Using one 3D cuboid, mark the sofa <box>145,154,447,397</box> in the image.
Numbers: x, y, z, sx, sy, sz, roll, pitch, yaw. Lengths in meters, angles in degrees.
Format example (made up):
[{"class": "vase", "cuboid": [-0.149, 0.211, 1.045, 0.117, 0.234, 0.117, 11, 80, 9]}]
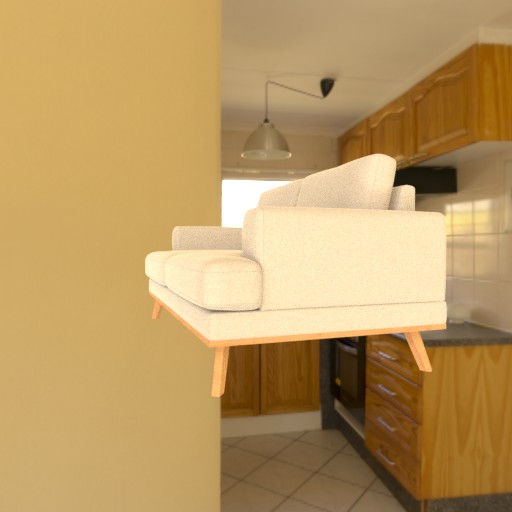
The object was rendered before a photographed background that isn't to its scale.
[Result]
[{"class": "sofa", "cuboid": [0.000, 0.000, 2.186, 0.915, 0.810, 1.651, 0, 1, -20]}]
